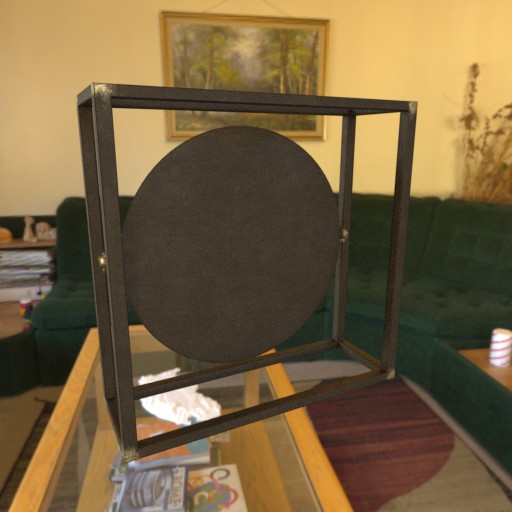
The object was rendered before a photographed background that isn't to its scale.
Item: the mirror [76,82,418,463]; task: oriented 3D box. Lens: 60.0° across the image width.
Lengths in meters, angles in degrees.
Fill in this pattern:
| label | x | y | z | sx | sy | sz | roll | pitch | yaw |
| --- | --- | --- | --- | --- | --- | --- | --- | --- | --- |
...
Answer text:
| label | x | y | z | sx | sy | sz | roll | pitch | yaw |
| --- | --- | --- | --- | --- | --- | --- | --- | --- | --- |
| mirror | 0.000 | 0.000 | 0.453 | 0.306 | 0.303 | 0.107 | -7 | 16 | -27 |
